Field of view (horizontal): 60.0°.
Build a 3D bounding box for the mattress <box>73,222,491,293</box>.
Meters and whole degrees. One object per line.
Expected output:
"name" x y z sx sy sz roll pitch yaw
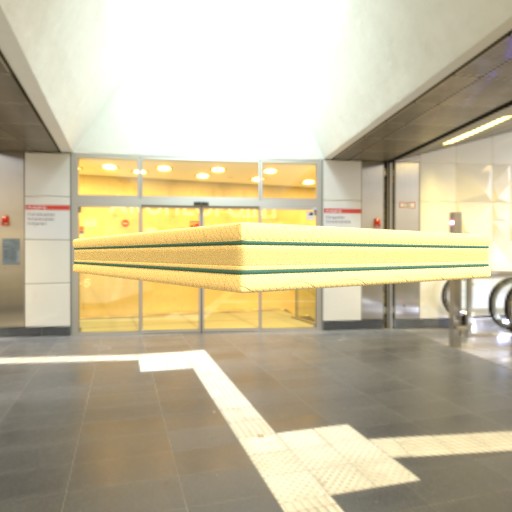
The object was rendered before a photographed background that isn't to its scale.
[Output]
"mattress" 0.000 0.000 2.658 1.600 0.230 2.000 0 0 -36
